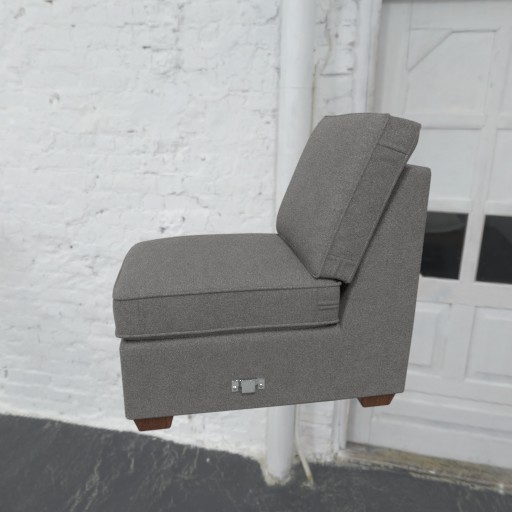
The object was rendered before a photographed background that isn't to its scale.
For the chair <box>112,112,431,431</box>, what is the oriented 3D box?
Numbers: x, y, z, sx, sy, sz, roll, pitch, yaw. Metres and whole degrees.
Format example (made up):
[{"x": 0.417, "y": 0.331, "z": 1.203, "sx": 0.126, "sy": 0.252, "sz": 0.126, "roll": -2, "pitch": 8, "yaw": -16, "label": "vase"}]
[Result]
[{"x": 0.000, "y": 0.000, "z": 1.578, "sx": 0.938, "sy": 0.970, "sz": 0.621, "roll": -3, "pitch": 17, "yaw": -9, "label": "chair"}]
